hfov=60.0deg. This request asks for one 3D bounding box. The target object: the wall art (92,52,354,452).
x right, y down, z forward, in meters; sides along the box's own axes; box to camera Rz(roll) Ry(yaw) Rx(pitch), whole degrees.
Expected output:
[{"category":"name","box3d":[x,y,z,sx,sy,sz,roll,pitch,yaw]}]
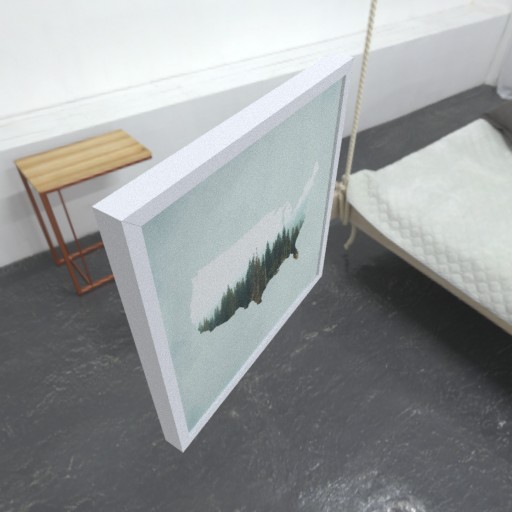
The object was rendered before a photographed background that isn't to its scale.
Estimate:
[{"category":"wall art","box3d":[0.000,0.000,0.748,0.040,0.509,0.509,25,49,24]}]
